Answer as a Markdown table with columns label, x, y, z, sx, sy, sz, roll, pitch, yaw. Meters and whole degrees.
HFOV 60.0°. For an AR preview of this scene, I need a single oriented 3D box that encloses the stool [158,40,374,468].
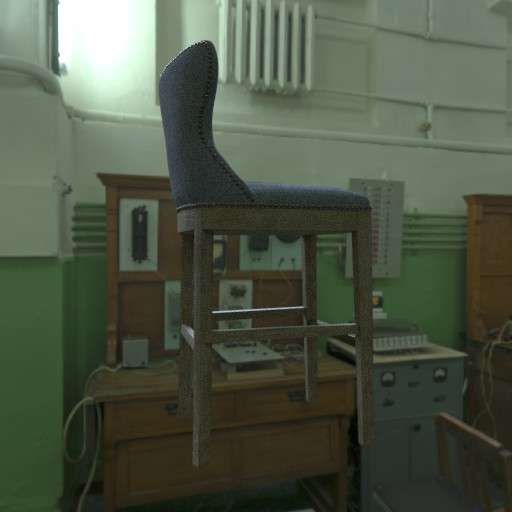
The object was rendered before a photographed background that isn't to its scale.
| label | x | y | z | sx | sy | sz | roll | pitch | yaw |
| --- | --- | --- | --- | --- | --- | --- | --- | --- | --- |
| stool | 0.000 | 0.000 | 1.417 | 0.606 | 1.123 | 0.494 | 0 | 1 | -17 |
